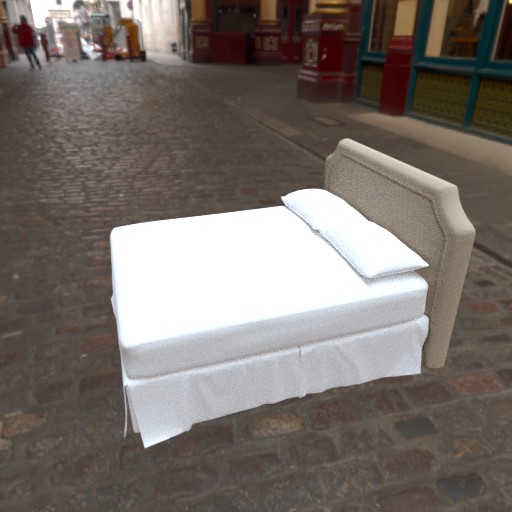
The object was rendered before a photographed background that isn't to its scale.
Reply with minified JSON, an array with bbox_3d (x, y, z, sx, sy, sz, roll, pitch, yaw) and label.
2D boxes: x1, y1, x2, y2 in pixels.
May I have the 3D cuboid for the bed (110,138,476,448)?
[{"bbox_3d":[0.000,0.000,3.293,2.204,1.301,1.828,-9,29,-16],"label":"bed"}]
